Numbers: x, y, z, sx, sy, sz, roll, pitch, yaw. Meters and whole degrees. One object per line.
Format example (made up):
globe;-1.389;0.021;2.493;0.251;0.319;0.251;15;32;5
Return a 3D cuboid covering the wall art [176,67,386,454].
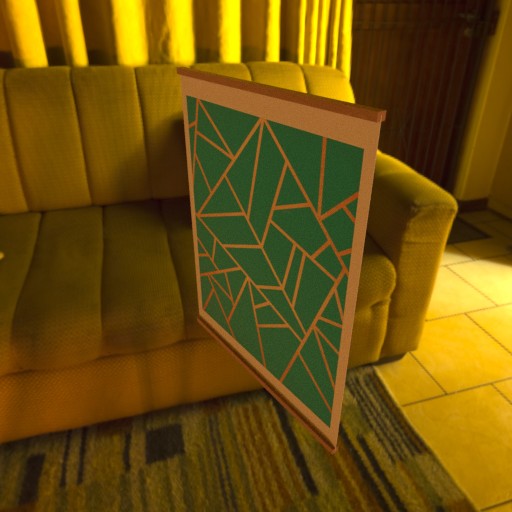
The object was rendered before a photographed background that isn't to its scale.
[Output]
wall art;0.000;0.000;0.693;0.012;0.508;0.405;-21;36;-31
